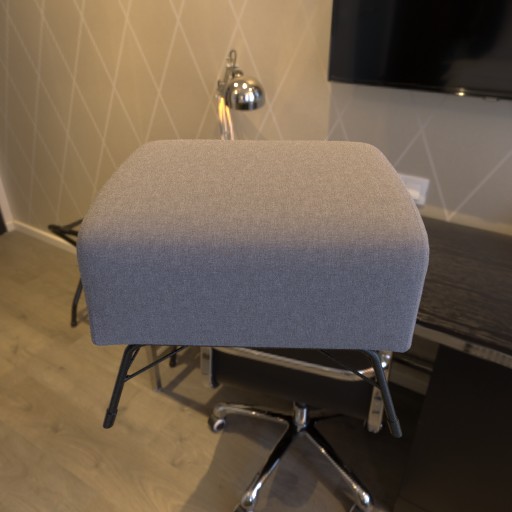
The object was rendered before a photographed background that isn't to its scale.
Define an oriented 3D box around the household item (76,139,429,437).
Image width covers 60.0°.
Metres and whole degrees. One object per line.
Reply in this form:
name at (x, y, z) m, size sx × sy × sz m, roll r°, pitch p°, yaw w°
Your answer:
household item at (0.000, 0.000, 0.902) m, size 0.530 × 0.410 × 0.530 m, roll 1°, pitch 30°, yaw 2°
